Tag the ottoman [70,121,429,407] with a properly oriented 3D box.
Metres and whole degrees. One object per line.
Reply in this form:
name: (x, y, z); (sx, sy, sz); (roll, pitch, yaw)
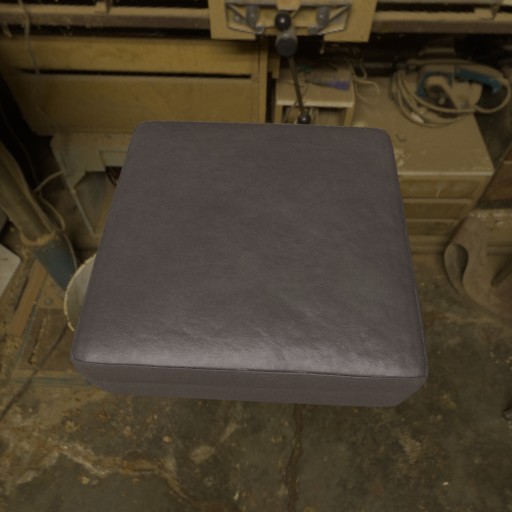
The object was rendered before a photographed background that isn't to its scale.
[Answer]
ottoman: (0.000, 0.000, 1.332); (0.844, 0.415, 0.836); (2, 57, 2)
